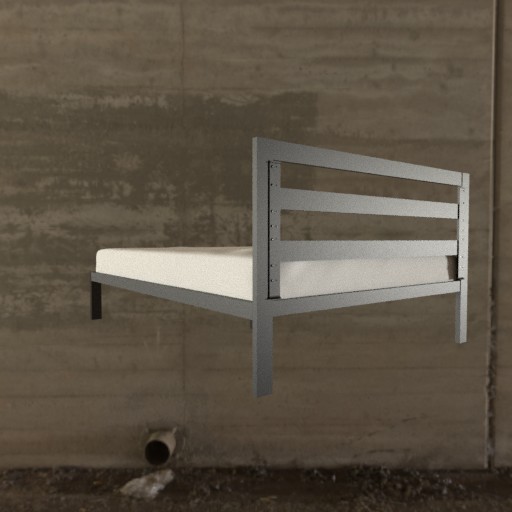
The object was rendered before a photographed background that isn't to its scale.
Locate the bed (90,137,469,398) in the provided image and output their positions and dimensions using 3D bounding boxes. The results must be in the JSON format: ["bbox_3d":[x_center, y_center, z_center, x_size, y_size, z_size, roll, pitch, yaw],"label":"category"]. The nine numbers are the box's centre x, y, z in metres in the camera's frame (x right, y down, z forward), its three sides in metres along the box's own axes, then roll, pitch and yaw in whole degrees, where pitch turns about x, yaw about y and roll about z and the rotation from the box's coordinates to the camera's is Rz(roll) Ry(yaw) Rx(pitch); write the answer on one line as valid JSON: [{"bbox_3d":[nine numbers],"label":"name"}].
[{"bbox_3d":[0.000,0.000,2.908,1.524,0.967,2.062,-2,3,-37],"label":"bed"}]
